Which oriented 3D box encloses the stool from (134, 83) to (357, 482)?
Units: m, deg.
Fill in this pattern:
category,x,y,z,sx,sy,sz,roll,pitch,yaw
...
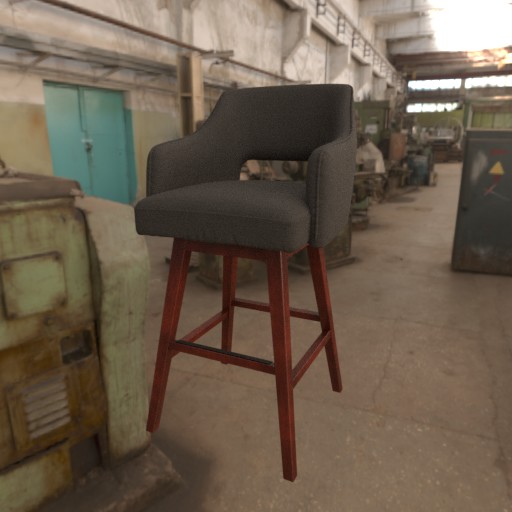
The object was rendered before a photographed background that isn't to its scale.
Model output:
category,x,y,z,sx,sy,sz,roll,pitch,yaw
stool,0.000,0.000,1.335,0.548,1.012,0.558,7,17,25
